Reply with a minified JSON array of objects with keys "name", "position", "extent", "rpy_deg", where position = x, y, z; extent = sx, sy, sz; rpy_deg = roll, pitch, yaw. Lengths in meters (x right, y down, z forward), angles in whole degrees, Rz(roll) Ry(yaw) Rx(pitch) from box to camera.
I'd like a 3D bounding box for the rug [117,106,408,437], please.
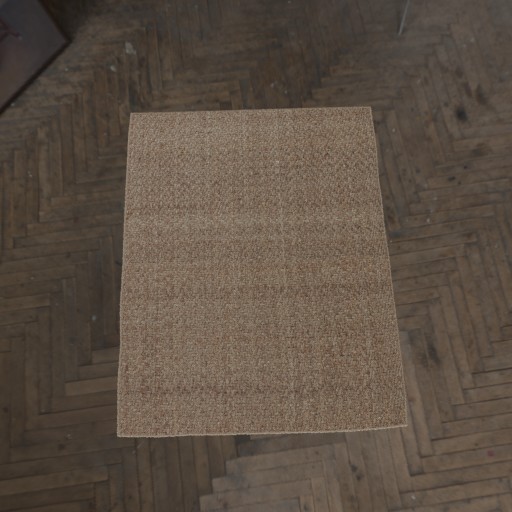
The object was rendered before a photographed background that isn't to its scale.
[{"name":"rug","position":[0.000,0.000,4.039],"extent":[2.439,0.013,3.048],"rpy_deg":[-2,75,-1]}]
